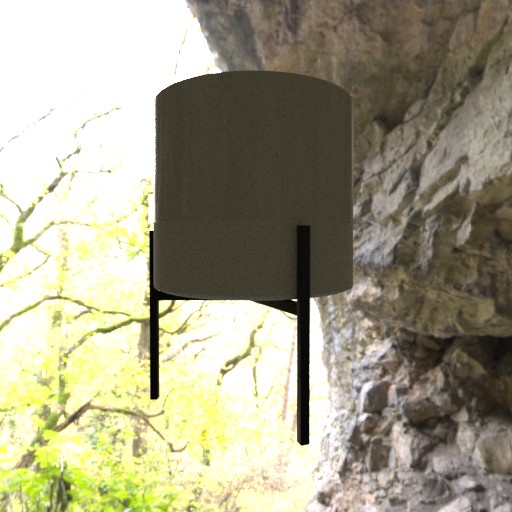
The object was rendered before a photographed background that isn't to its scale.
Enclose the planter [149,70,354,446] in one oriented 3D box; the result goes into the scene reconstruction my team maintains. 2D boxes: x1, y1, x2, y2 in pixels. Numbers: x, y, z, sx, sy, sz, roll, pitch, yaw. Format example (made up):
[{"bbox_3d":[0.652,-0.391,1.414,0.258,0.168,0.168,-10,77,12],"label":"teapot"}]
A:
[{"bbox_3d":[0.000,0.000,0.349,0.152,0.230,0.159,1,2,36],"label":"planter"}]
